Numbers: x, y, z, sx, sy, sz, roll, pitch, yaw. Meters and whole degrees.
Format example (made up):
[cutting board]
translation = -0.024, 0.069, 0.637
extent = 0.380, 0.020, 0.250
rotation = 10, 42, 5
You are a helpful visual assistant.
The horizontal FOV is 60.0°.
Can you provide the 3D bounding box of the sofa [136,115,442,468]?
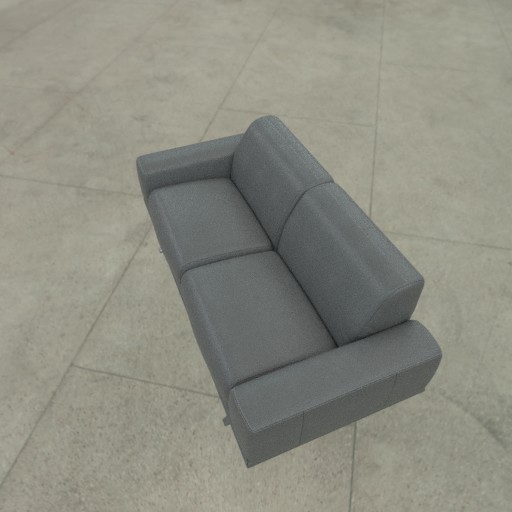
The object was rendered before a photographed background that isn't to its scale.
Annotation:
[sofa]
translation = 0.000, 0.000, 2.379
extent = 0.900, 0.772, 1.901
rotation = -17, 48, -16
